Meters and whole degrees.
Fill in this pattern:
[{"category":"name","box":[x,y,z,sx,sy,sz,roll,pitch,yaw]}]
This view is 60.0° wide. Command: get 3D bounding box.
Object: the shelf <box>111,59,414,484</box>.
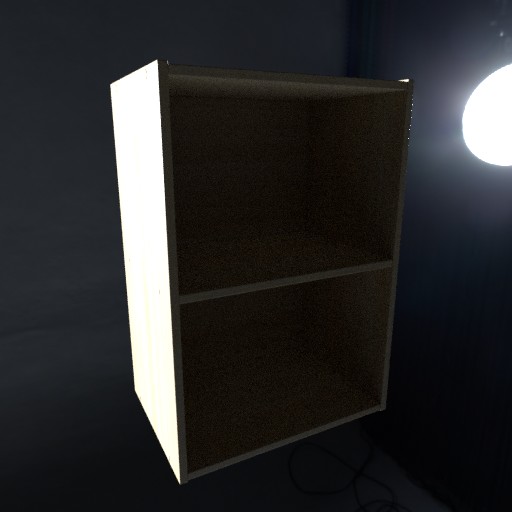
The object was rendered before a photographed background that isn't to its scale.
[{"category":"shelf","box":[0.000,0.000,0.805,0.414,0.592,0.290,-8,17,-27]}]
